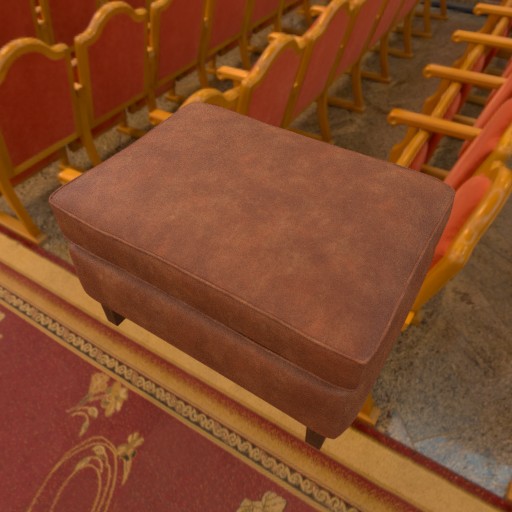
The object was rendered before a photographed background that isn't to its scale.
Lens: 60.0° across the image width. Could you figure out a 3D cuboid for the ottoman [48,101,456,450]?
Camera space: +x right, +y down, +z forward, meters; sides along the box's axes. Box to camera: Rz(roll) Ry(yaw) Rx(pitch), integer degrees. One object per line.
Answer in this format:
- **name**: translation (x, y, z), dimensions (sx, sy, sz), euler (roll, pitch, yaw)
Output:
- **ottoman**: translation (0.000, 0.000, 0.967), dimensions (0.665, 0.418, 0.501), euler (25, 52, 22)
